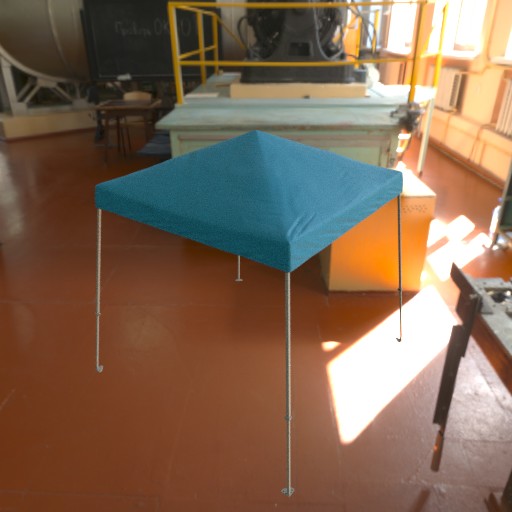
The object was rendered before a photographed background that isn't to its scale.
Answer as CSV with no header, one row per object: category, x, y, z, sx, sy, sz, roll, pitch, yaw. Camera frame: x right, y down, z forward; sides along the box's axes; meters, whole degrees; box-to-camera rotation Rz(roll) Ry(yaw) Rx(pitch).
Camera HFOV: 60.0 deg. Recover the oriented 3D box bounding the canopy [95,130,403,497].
canopy,0.000,0.000,5.122,2.848,2.849,2.849,18,32,32
